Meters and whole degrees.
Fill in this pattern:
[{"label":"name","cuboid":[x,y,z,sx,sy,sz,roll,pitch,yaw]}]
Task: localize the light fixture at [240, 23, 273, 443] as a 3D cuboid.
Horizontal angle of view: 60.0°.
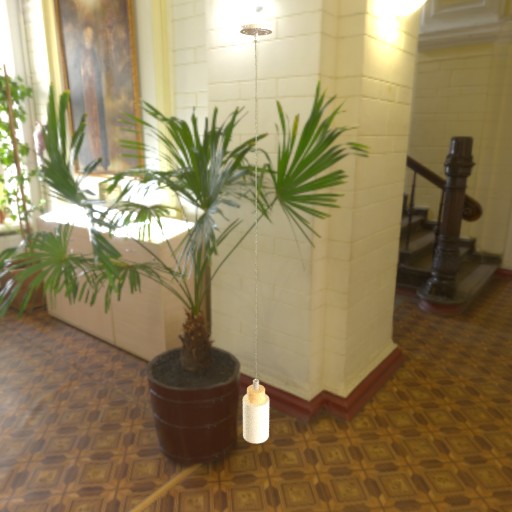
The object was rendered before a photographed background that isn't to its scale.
[{"label":"light fixture","cuboid":[0.000,0.000,1.917,0.125,1.798,0.125,-2,15,-7]}]
